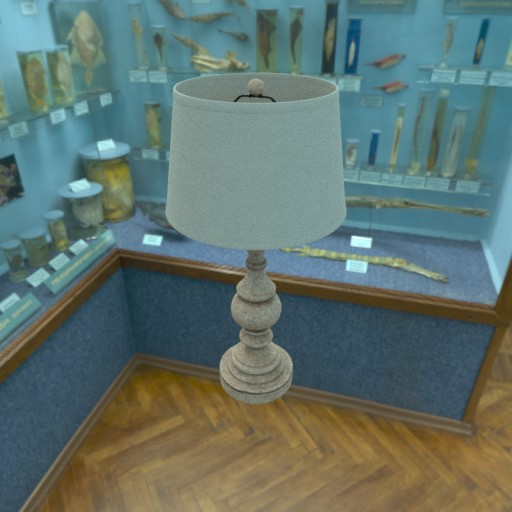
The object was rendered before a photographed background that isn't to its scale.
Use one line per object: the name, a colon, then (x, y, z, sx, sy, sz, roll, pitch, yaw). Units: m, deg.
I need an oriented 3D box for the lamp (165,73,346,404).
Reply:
lamp: (0.000, 0.000, 0.902, 0.340, 0.678, 0.340, 0, 31, 0)
